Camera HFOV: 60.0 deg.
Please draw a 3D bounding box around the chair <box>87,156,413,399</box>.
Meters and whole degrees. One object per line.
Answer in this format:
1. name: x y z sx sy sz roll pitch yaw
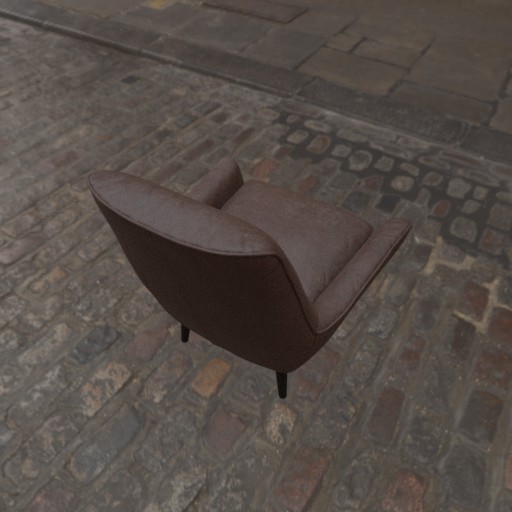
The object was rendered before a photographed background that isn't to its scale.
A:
1. chair: 0.000 0.000 1.455 0.787 0.888 0.824 24 50 22
